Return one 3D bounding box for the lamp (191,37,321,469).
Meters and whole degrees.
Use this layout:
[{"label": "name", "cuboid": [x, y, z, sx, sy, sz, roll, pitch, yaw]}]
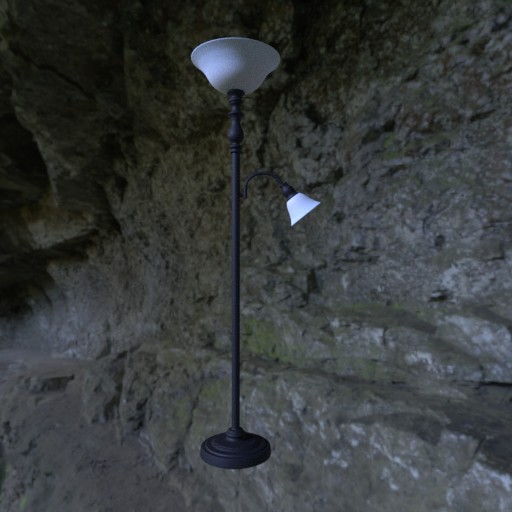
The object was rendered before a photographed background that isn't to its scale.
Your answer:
[{"label": "lamp", "cuboid": [0.000, 0.000, 2.014, 0.588, 1.793, 0.405, 0, -1, 0]}]
